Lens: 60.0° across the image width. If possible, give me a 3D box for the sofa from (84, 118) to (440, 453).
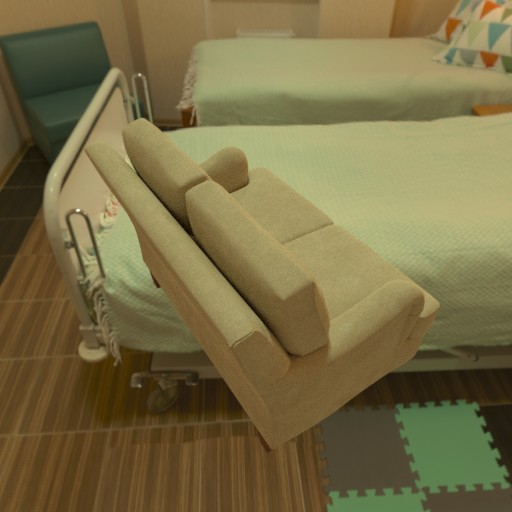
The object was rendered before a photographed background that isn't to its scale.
[{"bbox_3d":[0.000,0.000,2.215,1.086,1.087,1.498,-23,46,-24],"label":"sofa"}]
